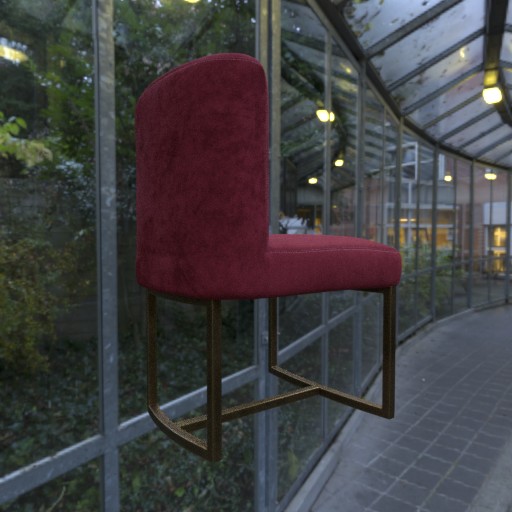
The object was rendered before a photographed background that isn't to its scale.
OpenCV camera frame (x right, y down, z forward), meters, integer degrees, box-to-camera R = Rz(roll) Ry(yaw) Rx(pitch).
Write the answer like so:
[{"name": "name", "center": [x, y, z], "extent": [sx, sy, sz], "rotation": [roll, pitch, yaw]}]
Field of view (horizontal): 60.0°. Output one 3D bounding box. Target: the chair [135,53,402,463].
[{"name": "chair", "center": [0.000, 0.000, 1.161], "extent": [0.560, 0.824, 0.530], "rotation": [-2, 3, -37]}]
